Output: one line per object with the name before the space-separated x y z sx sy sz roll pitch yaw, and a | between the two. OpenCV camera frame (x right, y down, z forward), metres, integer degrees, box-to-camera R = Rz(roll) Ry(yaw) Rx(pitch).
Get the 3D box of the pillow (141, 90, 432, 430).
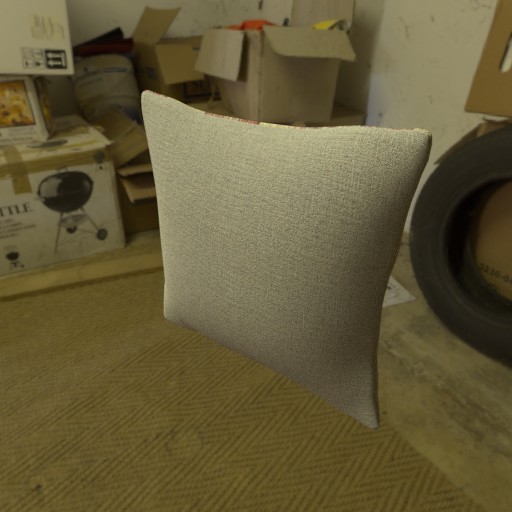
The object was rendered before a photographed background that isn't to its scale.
pillow | 0.000 0.000 0.641 0.437 0.419 0.136 20 34 32
